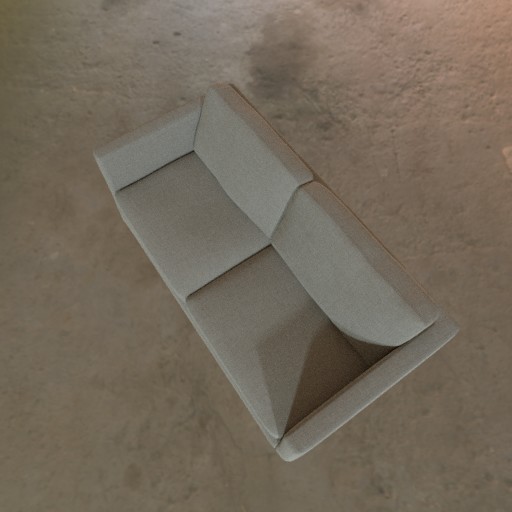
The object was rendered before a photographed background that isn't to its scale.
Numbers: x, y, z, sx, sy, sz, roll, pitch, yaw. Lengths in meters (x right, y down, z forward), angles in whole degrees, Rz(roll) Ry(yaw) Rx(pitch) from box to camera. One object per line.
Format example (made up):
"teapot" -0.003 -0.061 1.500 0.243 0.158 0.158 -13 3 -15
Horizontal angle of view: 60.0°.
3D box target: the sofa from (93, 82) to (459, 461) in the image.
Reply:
"sofa" 0.000 0.000 2.432 0.951 0.947 1.884 -32 67 -15
